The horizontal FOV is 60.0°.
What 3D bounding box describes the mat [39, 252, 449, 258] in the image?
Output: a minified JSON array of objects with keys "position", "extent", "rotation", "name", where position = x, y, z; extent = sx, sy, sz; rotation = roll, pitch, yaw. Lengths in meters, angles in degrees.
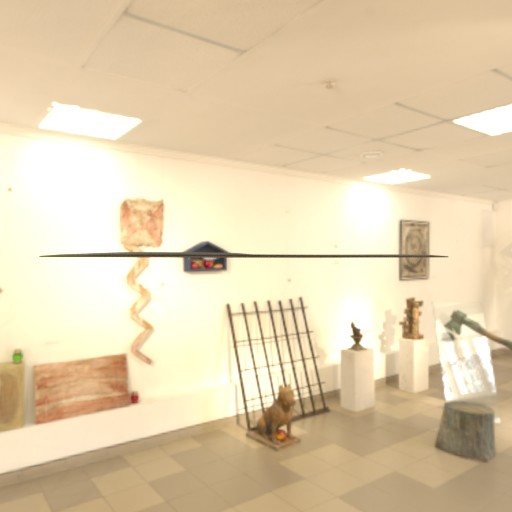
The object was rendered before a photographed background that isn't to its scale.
[{"position":[0.000,0.000,1.827],"extent":[1.524,0.013,0.918],"rotation":[0,-1,-37],"name":"mat"}]
